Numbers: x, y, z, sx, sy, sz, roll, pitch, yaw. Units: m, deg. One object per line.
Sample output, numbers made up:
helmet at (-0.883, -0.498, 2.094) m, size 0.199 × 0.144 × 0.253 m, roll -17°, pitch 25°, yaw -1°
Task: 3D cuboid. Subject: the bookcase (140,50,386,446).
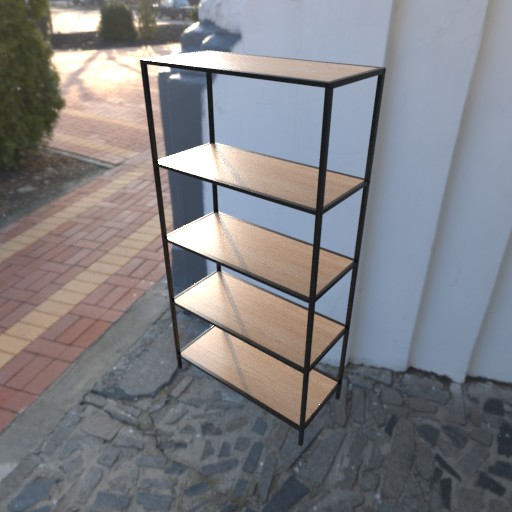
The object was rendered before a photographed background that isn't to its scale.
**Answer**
bookcase at (0.000, 0.000, 1.865) m, size 0.770 × 1.500 × 0.350 m, roll 22°, pitch 37°, yaw 32°
